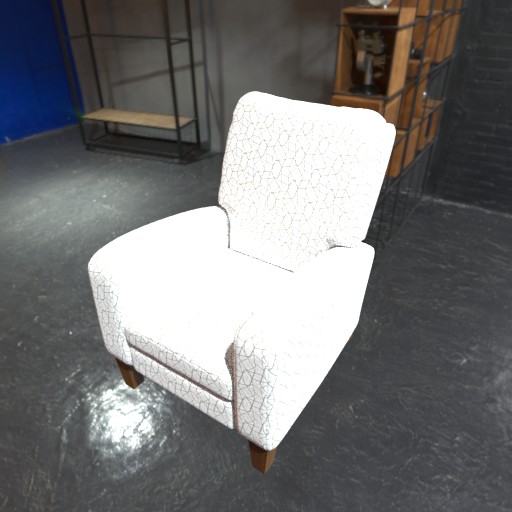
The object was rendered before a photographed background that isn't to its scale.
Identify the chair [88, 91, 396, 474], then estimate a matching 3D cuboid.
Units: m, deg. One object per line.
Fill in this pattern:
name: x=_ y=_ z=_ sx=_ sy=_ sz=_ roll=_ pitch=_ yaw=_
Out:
chair: x=0.000 y=0.000 z=1.742 sx=0.796 sy=1.064 sz=0.995 roll=20 pitch=38 yaw=29
